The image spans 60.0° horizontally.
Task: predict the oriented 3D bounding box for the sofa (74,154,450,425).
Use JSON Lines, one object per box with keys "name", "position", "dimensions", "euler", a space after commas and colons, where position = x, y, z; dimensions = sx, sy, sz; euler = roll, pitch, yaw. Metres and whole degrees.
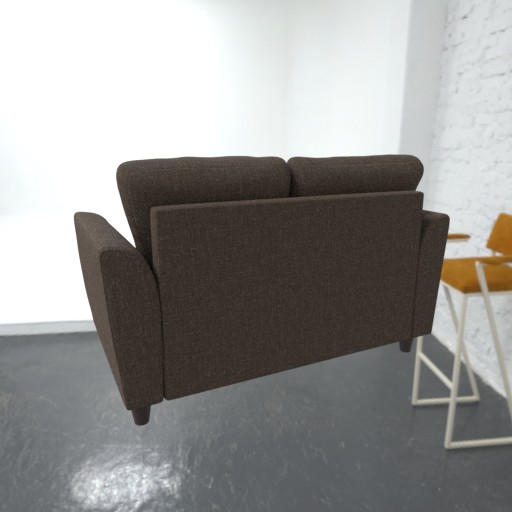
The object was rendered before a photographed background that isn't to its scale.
{"name": "sofa", "position": [0.000, 0.000, 1.971], "dimensions": [1.423, 0.885, 0.851], "euler": [-7, 16, -26]}
